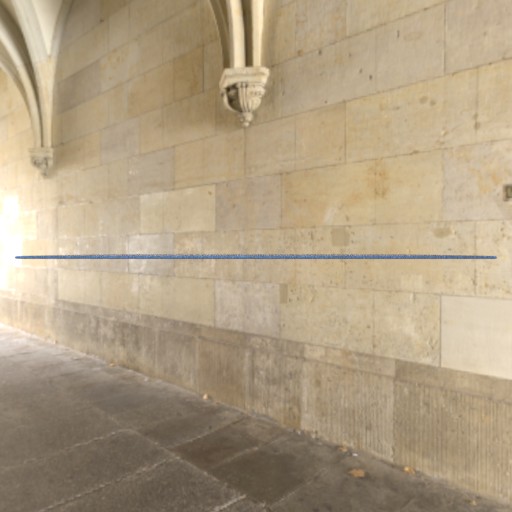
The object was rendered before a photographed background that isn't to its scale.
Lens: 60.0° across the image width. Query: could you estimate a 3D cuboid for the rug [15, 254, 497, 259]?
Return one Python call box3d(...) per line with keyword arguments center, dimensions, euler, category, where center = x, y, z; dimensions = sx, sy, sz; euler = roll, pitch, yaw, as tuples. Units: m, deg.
box3d(center=(0.000, 0.000, 3.000), dimensions=(2.441, 0.015, 1.526), euler=(0, 1, 0), category="rug")
